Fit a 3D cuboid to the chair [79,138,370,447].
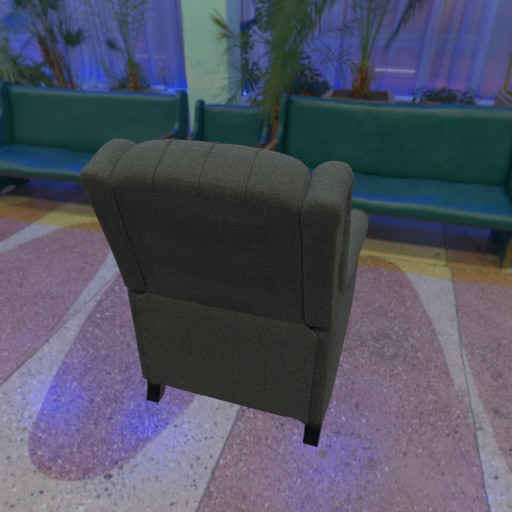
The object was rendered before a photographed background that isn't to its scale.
[{"bbox_3d":[0.000,0.000,1.621,0.742,1.035,0.898,10,33,15],"label":"chair"}]
